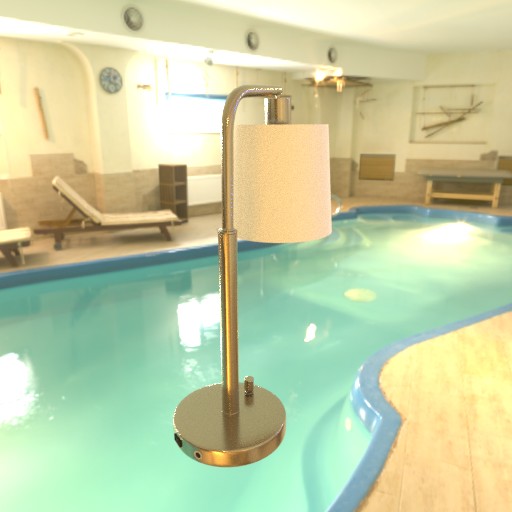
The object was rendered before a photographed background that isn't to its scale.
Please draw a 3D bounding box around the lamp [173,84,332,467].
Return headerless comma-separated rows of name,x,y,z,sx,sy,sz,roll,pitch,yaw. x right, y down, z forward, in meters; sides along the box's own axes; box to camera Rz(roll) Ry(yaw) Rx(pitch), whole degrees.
lamp,0.000,0.000,0.662,0.171,0.489,0.333,8,18,26
